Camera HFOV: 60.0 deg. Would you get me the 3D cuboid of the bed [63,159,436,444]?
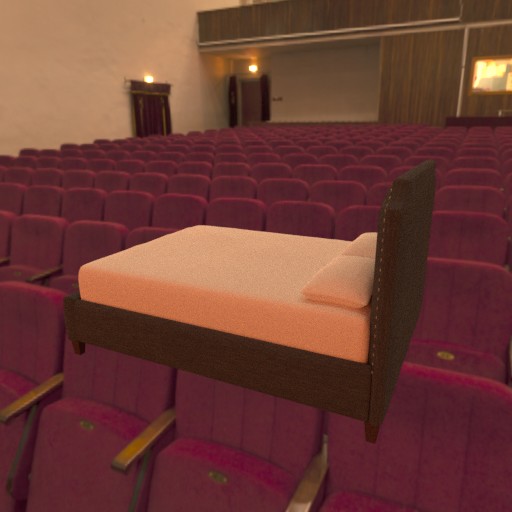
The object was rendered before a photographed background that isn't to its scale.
[{"bbox_3d":[0.000,0.000,3.414,2.372,1.443,1.713,8,18,25],"label":"bed"}]
